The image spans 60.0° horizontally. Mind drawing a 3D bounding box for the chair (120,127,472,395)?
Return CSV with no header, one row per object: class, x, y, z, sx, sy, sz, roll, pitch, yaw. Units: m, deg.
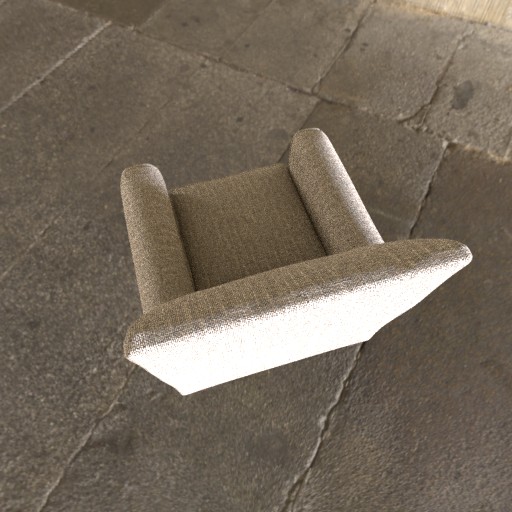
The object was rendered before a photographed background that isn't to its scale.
chair,0.000,0.000,1.622,0.864,0.928,0.873,-14,59,-9
